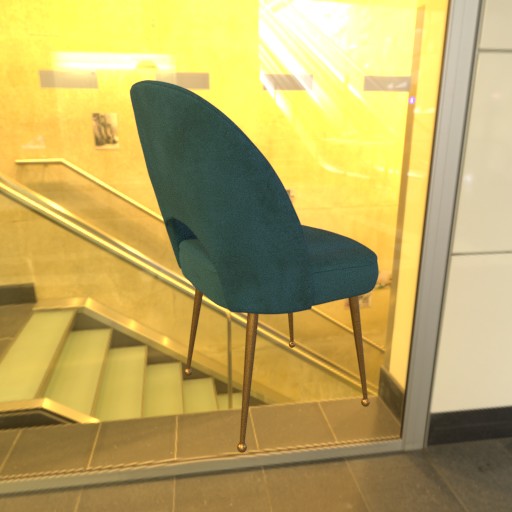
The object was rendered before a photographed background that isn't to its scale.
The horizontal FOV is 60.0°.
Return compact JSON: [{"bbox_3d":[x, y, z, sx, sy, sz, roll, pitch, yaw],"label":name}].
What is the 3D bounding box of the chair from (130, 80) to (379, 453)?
[{"bbox_3d":[0.000,0.000,1.200,0.577,0.860,0.527,-9,19,-27],"label":"chair"}]
